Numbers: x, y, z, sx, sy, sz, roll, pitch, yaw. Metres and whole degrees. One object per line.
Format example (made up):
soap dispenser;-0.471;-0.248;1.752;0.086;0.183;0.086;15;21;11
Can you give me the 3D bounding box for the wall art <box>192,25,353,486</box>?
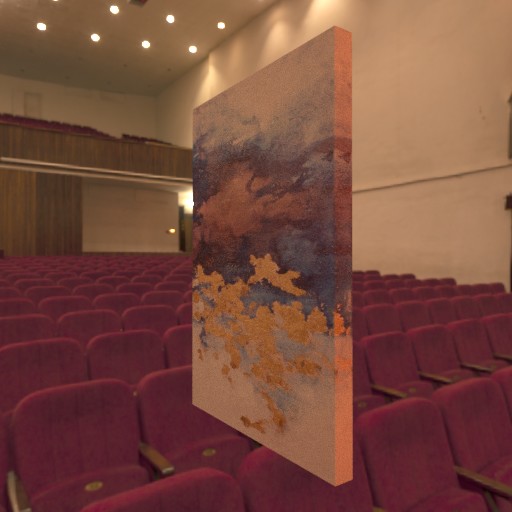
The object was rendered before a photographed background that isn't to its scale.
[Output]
wall art;0.000;0.000;1.090;0.048;0.874;0.583;0;0;-35
